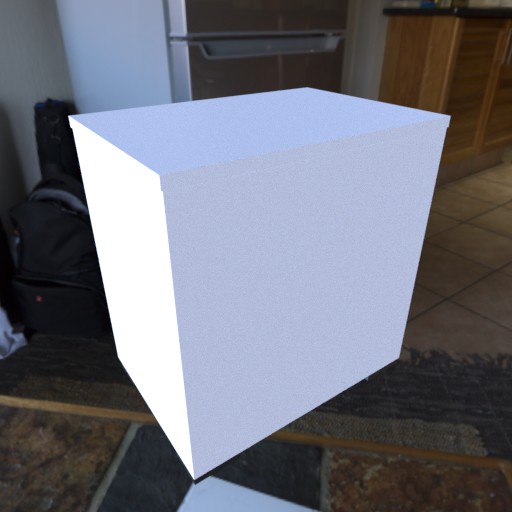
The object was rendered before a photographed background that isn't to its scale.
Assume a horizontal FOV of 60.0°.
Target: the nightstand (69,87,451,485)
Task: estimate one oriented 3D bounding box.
[{"bbox_3d":[0.000,0.000,0.743,0.441,0.460,0.325,-19,34,-30],"label":"nightstand"}]
